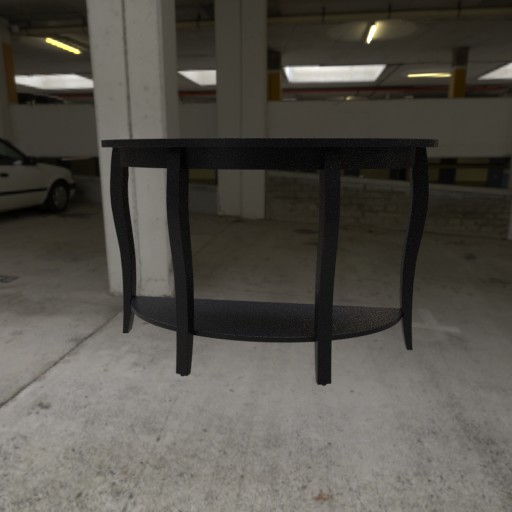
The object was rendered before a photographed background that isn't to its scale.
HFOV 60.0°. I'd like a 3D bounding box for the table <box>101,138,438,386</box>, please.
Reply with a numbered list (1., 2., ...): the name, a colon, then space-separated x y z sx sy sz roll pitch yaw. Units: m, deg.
1. table: 0.000 0.000 1.532 1.219 0.780 0.394 2 14 8
